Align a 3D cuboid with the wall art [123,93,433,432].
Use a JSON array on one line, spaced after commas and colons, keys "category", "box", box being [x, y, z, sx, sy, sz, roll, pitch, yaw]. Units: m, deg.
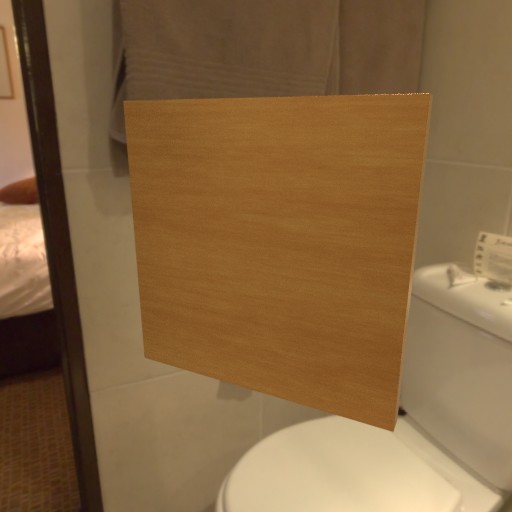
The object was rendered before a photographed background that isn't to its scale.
[{"category": "wall art", "box": [0.000, 0.000, 0.450, 0.302, 0.302, 0.019, 9, 19, 26]}]
